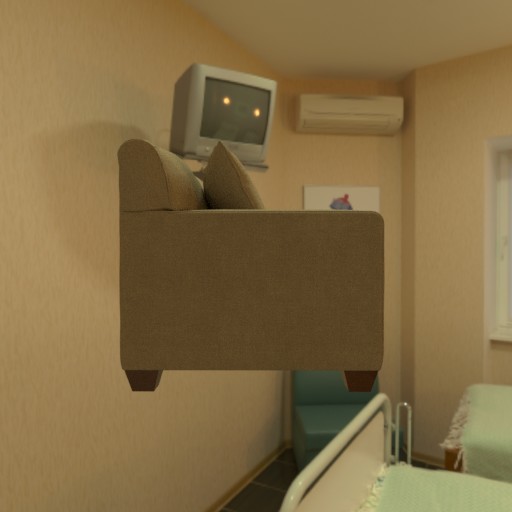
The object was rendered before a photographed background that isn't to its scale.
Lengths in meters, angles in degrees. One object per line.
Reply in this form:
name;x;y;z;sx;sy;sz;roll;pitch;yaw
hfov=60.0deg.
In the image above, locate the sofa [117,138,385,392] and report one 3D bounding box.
sofa;0.000;0.000;2.577;0.997;0.958;2.024;0;1;0
